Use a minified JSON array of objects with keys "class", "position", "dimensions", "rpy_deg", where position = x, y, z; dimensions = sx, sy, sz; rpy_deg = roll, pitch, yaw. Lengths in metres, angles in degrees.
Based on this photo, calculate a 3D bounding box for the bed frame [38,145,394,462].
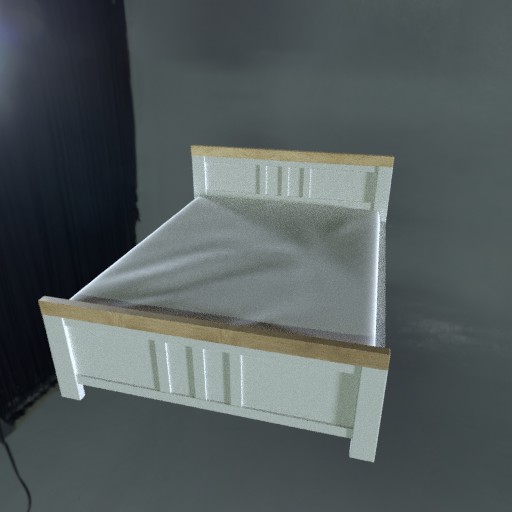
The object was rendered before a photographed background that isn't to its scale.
[{"class":"bed frame","position":[0.000,0.000,2.929],"dimensions":[1.670,0.980,2.050],"rpy_deg":[6,26,13]}]
